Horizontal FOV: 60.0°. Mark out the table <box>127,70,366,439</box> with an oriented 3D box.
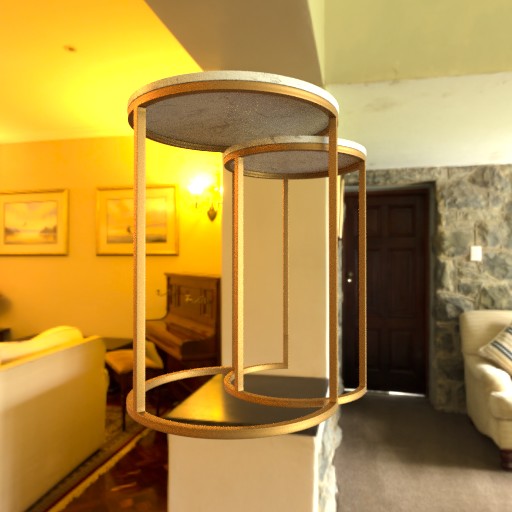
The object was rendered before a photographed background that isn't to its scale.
[{"bbox_3d":[0.000,0.000,0.892,0.507,0.550,0.400,0,-1,-37],"label":"table"}]
